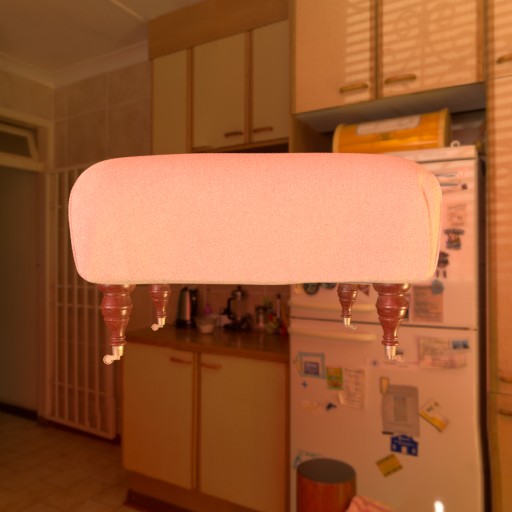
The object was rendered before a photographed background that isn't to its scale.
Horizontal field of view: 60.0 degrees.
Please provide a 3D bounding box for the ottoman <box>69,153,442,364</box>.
[{"bbox_3d":[0.000,0.000,1.129,0.746,0.450,0.622,0,0,0],"label":"ottoman"}]
